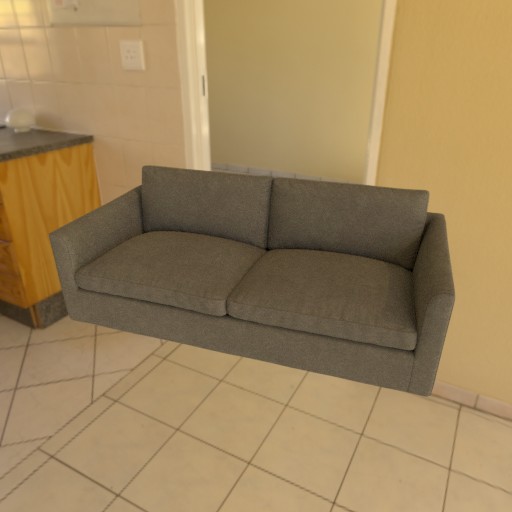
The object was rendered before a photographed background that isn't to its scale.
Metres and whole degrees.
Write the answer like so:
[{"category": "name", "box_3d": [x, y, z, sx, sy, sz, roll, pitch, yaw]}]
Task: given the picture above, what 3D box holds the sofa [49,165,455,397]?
[{"category": "sofa", "box_3d": [0.000, 0.000, 2.838, 2.257, 0.838, 1.092, 8, 27, 17]}]
